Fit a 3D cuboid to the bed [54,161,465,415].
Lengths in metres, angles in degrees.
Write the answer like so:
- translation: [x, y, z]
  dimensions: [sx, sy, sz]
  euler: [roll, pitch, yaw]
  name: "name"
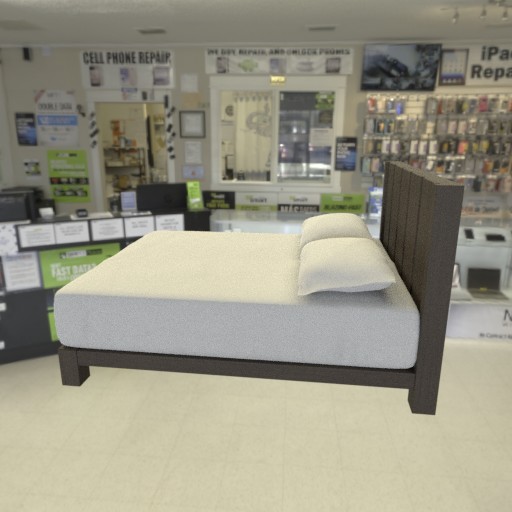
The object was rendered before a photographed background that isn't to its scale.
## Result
- translation: [0.000, 0.000, 3.254]
  dimensions: [2.242, 1.270, 1.727]
  euler: [2, 16, 7]
  name: "bed"
